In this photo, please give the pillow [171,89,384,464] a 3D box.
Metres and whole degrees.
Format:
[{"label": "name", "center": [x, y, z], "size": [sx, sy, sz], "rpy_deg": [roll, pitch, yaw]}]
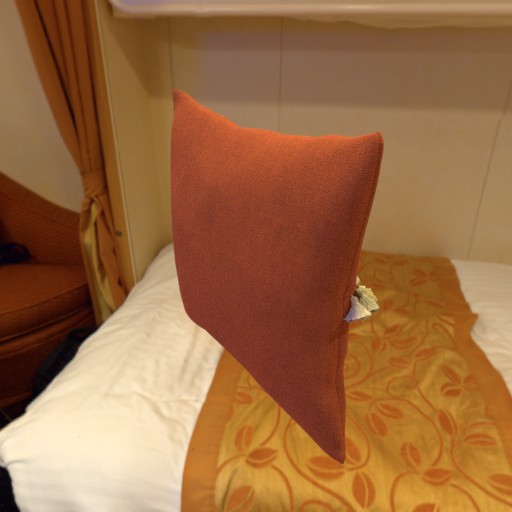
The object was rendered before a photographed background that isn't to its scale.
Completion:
[{"label": "pillow", "center": [0.000, 0.000, 0.731], "size": [0.165, 0.482, 0.490], "rpy_deg": [-18, 32, -31]}]
